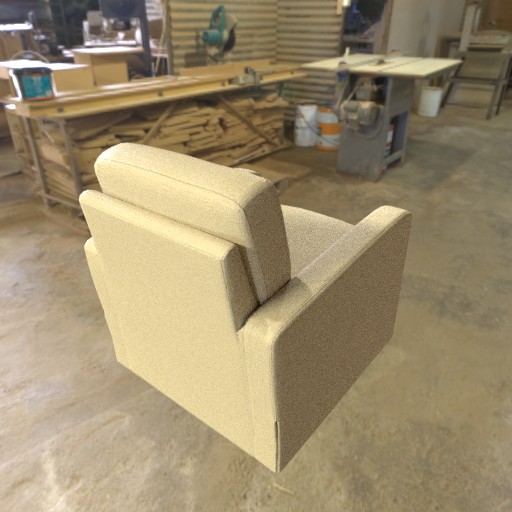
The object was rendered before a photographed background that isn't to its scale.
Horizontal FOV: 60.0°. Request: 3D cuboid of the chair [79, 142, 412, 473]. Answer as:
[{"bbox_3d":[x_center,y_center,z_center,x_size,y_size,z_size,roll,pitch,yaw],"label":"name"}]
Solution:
[{"bbox_3d":[0.000,0.000,1.499,0.755,0.827,0.888,21,35,33],"label":"chair"}]
